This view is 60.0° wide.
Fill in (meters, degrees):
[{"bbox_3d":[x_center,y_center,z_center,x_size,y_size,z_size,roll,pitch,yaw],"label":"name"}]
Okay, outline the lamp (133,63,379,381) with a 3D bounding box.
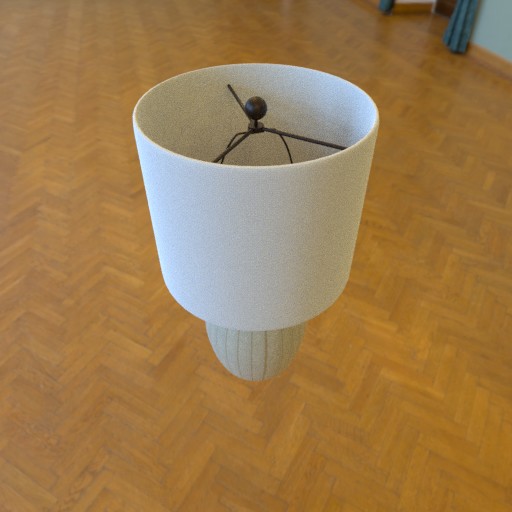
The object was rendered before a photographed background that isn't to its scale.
[{"bbox_3d":[0.000,0.000,0.782,0.329,0.570,0.329,-11,43,-12],"label":"lamp"}]
